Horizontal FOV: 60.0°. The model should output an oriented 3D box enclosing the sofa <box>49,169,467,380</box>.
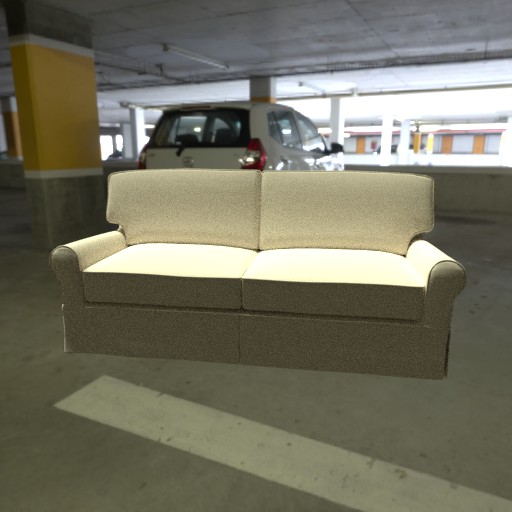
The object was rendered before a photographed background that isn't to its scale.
[{"bbox_3d":[0.000,0.000,2.493,2.021,0.937,0.862,2,14,9],"label":"sofa"}]
